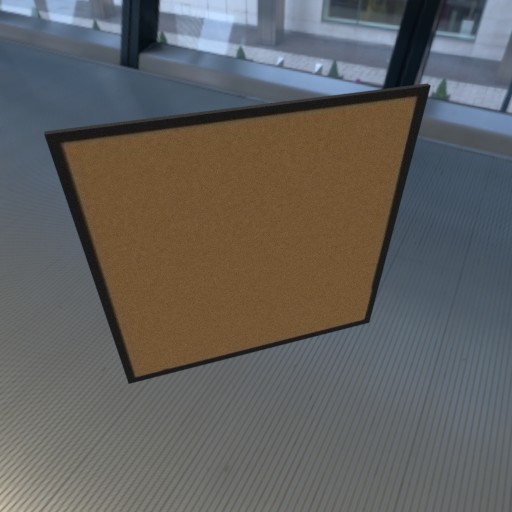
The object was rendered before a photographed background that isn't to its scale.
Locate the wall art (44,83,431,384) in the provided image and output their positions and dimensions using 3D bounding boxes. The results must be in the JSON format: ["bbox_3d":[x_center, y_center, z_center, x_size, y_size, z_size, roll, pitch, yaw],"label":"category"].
[{"bbox_3d":[0.000,0.000,1.188,0.823,0.823,0.013,-12,43,-13],"label":"wall art"}]
